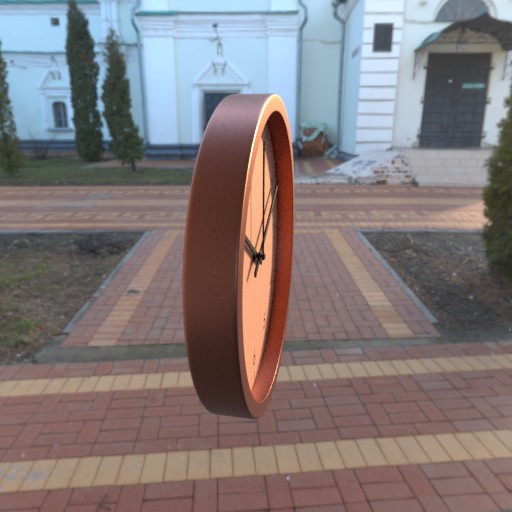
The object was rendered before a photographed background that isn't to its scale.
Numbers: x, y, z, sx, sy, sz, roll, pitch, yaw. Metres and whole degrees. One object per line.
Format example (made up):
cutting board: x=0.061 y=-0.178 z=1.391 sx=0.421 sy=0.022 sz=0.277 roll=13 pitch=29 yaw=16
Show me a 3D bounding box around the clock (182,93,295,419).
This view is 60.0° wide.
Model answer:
clock: x=0.000 y=0.000 z=0.456 sx=0.040 sy=0.313 sz=0.313 roll=3 pitch=16 yaw=11
